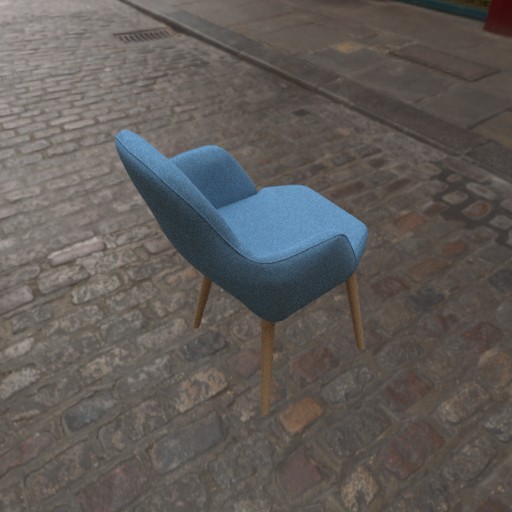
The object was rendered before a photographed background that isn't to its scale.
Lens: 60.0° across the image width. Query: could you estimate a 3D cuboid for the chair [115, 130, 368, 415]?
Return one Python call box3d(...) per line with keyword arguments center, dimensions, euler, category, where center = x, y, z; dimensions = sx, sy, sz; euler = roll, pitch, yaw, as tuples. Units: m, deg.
box3d(center=(0.000, 0.000, 1.352), dimensions=(0.666, 0.920, 0.589), euler=(-25, 47, -26), category="chair")
